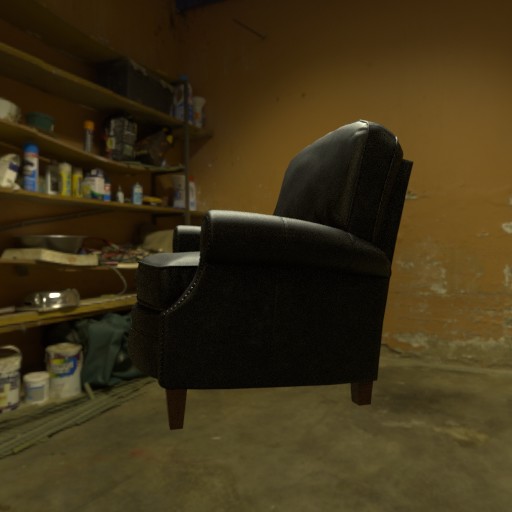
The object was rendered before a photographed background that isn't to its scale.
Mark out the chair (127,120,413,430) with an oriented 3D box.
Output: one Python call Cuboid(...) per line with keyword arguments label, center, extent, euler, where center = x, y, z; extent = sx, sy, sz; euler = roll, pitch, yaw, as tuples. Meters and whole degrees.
Cuboid(label="chair", center=(0.000, 0.000, 1.763), extent=(0.986, 1.018, 0.936), euler=(0, 0, -17))
